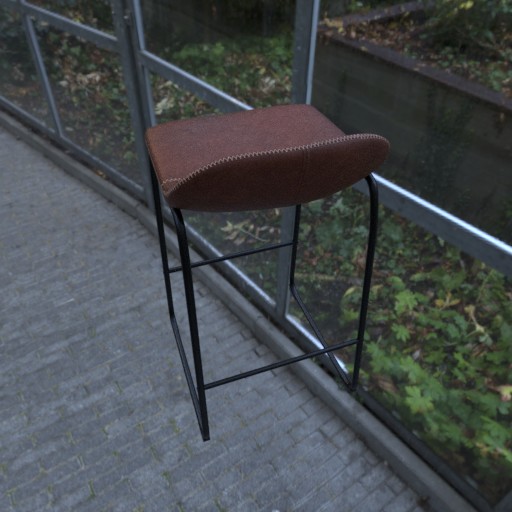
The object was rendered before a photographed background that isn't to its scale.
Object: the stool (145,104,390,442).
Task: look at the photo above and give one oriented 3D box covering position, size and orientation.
[{"bbox_3d":[0.000,0.000,1.119,0.454,0.830,0.473,-13,43,-15],"label":"stool"}]
